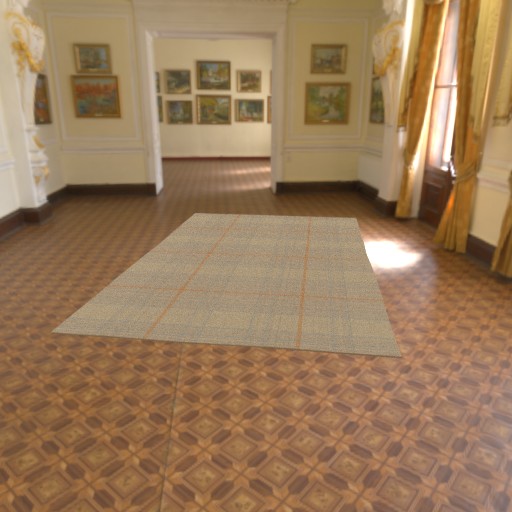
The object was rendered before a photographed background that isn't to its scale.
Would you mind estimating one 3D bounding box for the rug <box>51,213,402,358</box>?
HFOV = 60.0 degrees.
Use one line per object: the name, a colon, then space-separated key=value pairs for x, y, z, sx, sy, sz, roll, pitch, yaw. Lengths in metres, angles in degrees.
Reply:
rug: x=0.000 y=0.000 z=3.039 sx=1.527 sy=0.016 sz=2.442 roll=2 pitch=18 yaw=7
